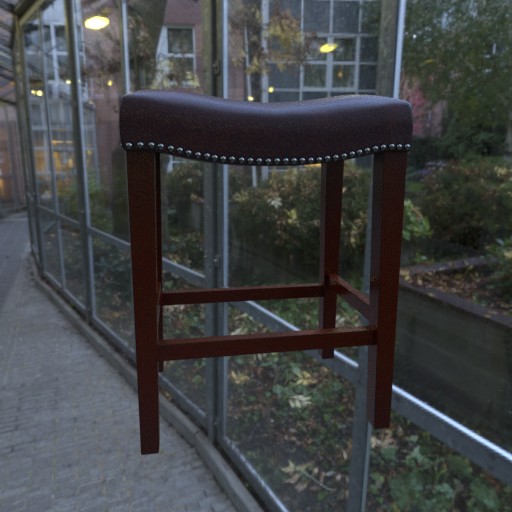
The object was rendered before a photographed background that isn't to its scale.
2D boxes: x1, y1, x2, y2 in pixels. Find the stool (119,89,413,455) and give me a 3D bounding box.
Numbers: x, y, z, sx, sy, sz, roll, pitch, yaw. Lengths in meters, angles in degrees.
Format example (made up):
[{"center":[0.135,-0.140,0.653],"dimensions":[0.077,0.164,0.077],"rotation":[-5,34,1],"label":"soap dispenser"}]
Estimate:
[{"center":[0.000,0.000,0.964],"dimensions":[0.504,0.657,0.372],"rotation":[-2,12,-10],"label":"stool"}]
